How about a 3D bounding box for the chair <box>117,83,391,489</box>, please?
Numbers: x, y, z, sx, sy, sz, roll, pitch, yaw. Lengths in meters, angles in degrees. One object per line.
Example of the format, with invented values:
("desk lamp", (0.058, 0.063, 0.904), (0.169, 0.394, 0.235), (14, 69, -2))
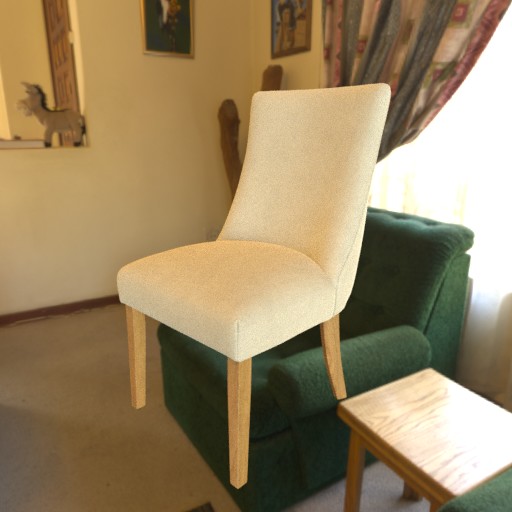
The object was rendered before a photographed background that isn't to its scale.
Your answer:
("chair", (0.000, 0.000, 1.228), (0.495, 0.902, 0.610), (15, 22, 42))
